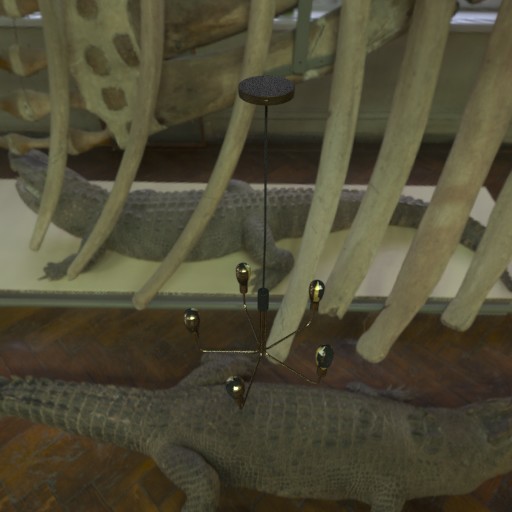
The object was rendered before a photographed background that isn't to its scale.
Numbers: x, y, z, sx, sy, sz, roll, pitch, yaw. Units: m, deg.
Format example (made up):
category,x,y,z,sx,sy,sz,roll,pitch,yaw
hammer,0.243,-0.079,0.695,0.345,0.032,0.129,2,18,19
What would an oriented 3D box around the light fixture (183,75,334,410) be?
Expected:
category,x,y,z,sx,sy,sz,roll,pitch,yaw
light fixture,0.000,0.000,1.394,0.532,1.059,0.588,0,42,0
